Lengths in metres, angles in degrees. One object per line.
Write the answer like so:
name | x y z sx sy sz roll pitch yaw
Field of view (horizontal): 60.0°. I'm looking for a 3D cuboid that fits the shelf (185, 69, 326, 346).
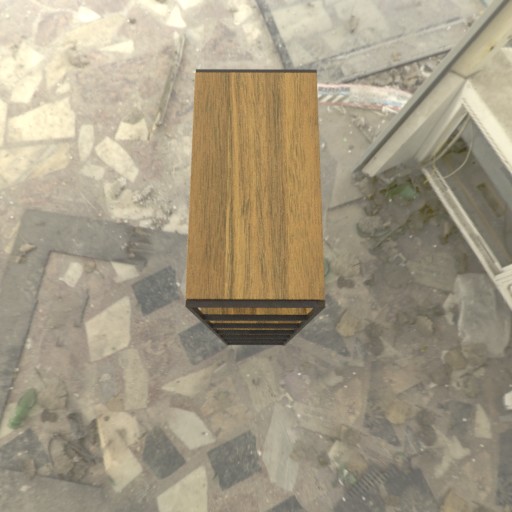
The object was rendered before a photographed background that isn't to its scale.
shelf | 0.000 0.000 2.426 0.431 2.015 0.847 0 75 0
